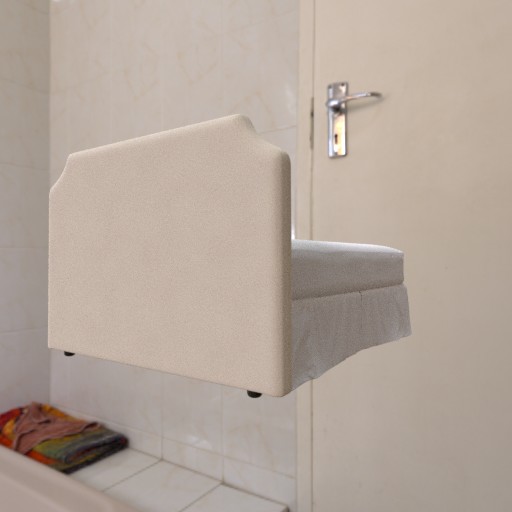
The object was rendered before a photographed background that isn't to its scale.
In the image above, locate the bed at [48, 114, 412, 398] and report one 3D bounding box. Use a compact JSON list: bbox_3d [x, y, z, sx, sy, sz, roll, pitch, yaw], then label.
[{"bbox_3d":[0.000,0.000,3.284,1.827,1.296,2.209,0,0,35],"label":"bed"}]
